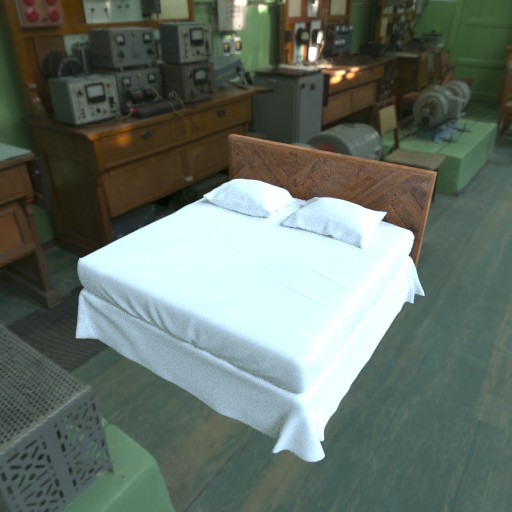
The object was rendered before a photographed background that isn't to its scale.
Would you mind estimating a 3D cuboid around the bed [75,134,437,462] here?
[{"bbox_3d":[0.000,0.000,3.504,2.255,1.158,2.165,19,35,29],"label":"bed"}]
